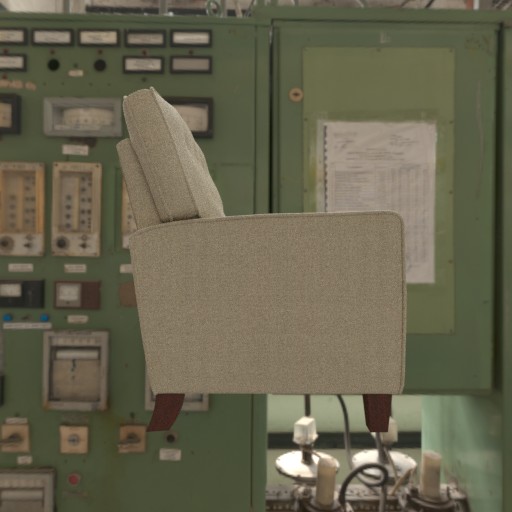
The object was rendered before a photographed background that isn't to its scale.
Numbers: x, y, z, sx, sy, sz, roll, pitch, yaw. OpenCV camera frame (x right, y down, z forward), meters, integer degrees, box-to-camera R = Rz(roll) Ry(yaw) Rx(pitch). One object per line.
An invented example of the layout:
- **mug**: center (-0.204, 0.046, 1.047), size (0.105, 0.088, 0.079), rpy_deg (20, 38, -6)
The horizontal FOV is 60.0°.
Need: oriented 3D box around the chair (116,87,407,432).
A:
- **chair**: center (0.000, 0.000, 1.412), size (0.754, 0.888, 0.648), rpy_deg (0, 1, 1)
